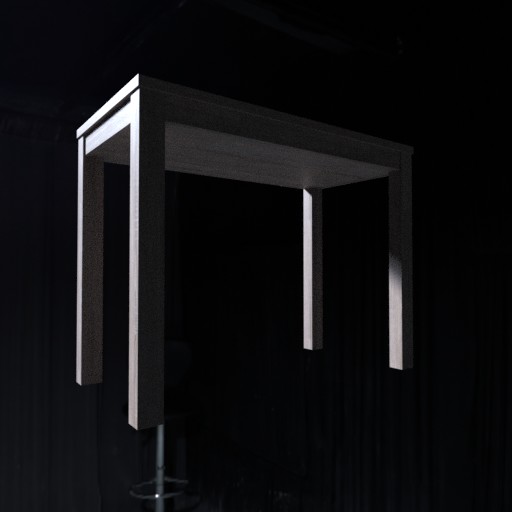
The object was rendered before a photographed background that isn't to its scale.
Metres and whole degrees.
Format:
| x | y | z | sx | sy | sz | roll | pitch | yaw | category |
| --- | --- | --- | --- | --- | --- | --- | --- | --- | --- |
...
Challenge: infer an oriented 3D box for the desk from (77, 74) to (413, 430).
| x | y | z | sx | sy | sz | roll | pitch | yaw | category |
| --- | --- | --- | --- | --- | --- | --- | --- | --- | --- |
| 0.000 | 0.000 | 1.437 | 0.991 | 0.762 | 0.495 | 1 | -2 | -36 | desk |
